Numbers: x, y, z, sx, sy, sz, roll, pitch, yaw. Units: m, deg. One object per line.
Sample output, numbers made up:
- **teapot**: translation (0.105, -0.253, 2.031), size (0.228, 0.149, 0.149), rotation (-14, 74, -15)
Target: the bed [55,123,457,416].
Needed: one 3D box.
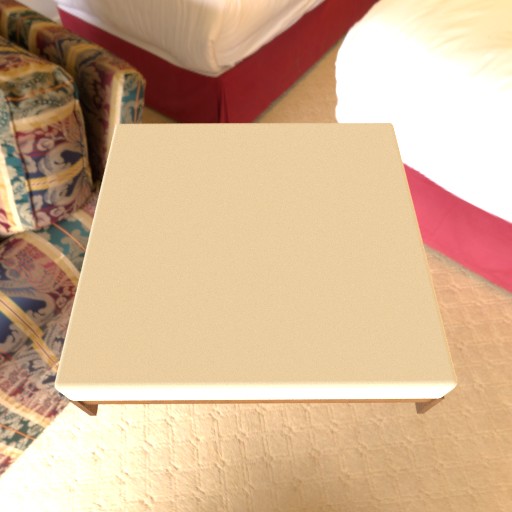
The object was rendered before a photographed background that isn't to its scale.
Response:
- **bed**: translation (0.000, 0.000, 2.975), size (2.049, 0.616, 1.930), rotation (0, 58, 0)
